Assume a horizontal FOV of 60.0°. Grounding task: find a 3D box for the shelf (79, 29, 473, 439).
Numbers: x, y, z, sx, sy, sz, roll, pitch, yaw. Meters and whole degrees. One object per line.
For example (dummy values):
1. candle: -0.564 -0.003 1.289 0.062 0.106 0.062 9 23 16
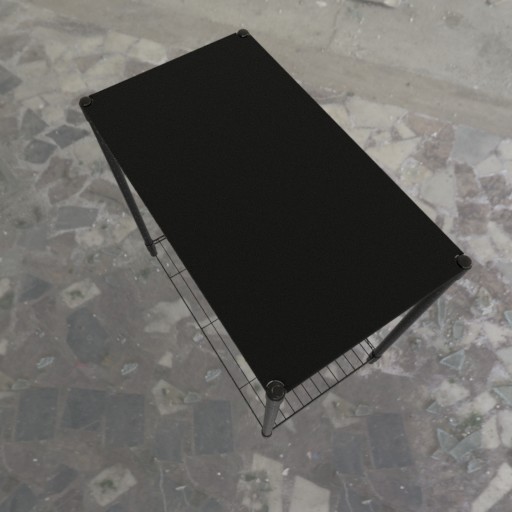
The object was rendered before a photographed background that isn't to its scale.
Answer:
1. shelf: 0.000 0.000 0.925 0.338 0.564 0.589 -30 67 -14
